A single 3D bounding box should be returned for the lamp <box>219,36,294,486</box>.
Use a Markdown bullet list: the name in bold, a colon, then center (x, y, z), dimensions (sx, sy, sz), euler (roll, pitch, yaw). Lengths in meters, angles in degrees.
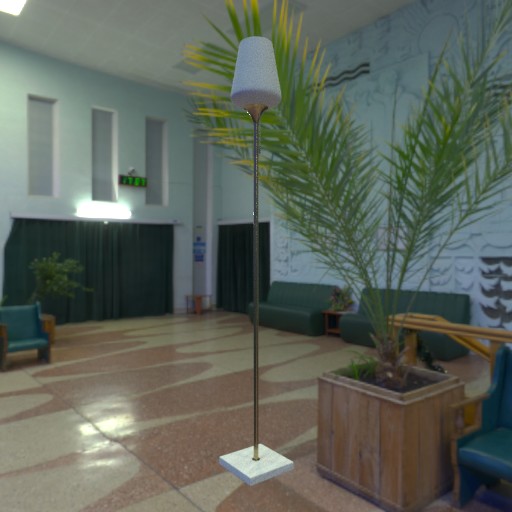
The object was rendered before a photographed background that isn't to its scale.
- **lamp**: center (0.000, 0.000, 1.903), dimensions (0.229, 1.813, 0.232), euler (0, 0, -37)
